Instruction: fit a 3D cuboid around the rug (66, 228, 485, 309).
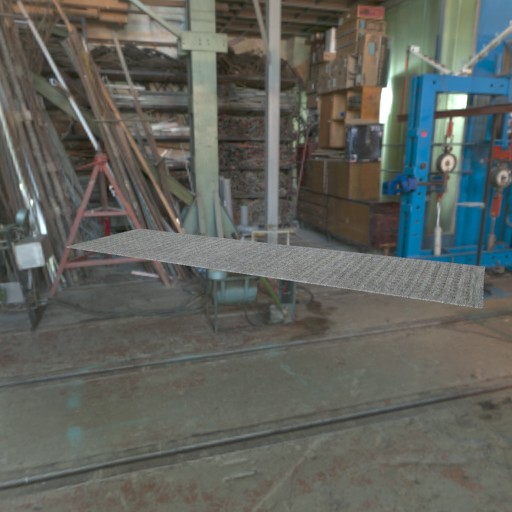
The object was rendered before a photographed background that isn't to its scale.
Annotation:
[{"bbox_3d":[0.000,0.000,2.654,2.443,0.009,0.706,7,16,26],"label":"rug"}]
